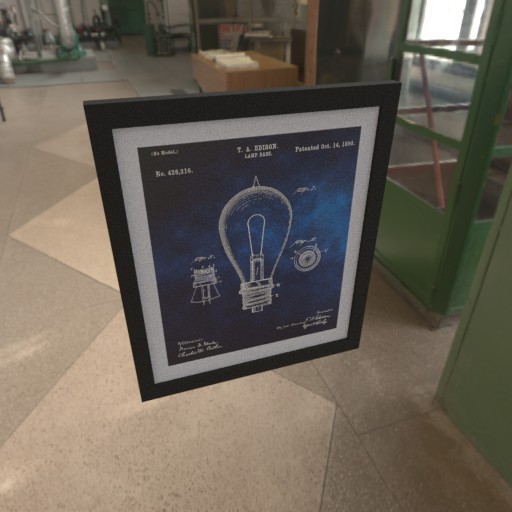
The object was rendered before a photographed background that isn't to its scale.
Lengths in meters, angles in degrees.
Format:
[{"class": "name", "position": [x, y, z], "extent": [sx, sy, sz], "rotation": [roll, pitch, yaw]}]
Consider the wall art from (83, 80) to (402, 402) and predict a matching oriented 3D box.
[{"class": "wall art", "position": [0.000, 0.000, 0.710], "extent": [0.428, 0.505, 0.023], "rotation": [-10, 33, -16]}]
